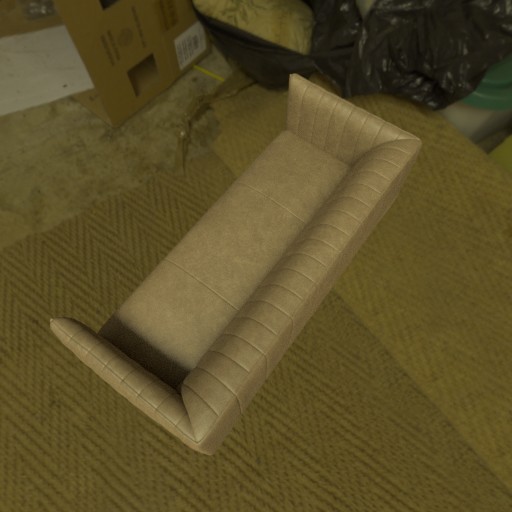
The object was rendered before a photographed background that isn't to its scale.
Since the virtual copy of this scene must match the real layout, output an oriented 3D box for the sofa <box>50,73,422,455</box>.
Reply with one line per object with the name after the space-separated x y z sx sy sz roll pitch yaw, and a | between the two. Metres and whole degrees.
0.000 0.000 2.493 0.876 0.779 1.980 34 69 15 | sofa
